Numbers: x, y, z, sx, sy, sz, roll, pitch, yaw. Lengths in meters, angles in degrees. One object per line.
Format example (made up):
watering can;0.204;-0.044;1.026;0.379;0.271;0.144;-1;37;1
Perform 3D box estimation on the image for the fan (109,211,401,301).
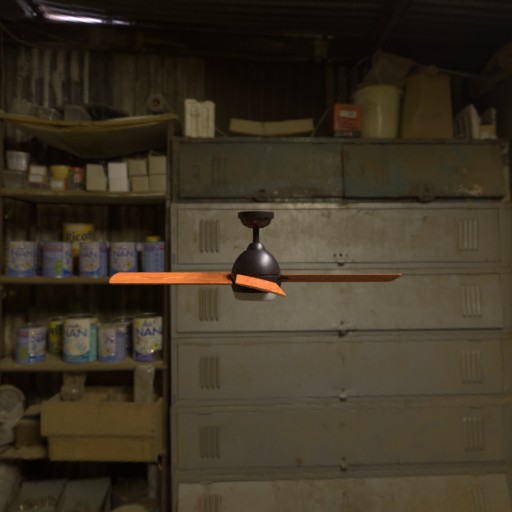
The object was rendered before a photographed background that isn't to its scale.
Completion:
fan;0.000;0.000;2.065;1.332;0.403;1.332;0;0;-1
